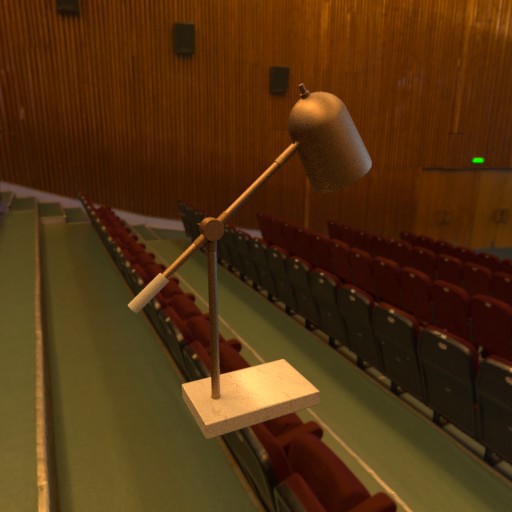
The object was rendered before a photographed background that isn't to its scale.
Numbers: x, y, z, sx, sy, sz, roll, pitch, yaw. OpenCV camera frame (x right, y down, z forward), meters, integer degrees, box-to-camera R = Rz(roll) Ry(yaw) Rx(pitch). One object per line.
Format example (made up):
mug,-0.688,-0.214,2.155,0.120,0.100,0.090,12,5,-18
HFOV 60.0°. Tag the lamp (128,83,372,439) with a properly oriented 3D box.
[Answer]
lamp,0.000,0.000,0.817,0.471,0.603,0.144,-8,17,-25
